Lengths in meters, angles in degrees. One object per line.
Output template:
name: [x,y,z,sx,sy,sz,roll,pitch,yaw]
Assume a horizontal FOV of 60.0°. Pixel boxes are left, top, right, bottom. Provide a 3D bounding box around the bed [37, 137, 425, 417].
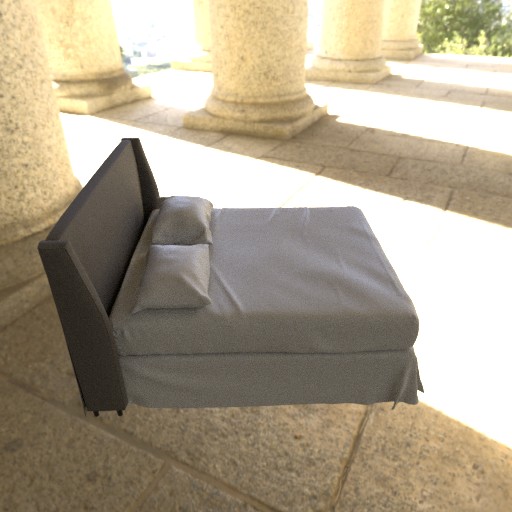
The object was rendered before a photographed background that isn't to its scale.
bed: [0.000,0.000,3.381,2.276,1.332,1.925,-1,31,-1]
